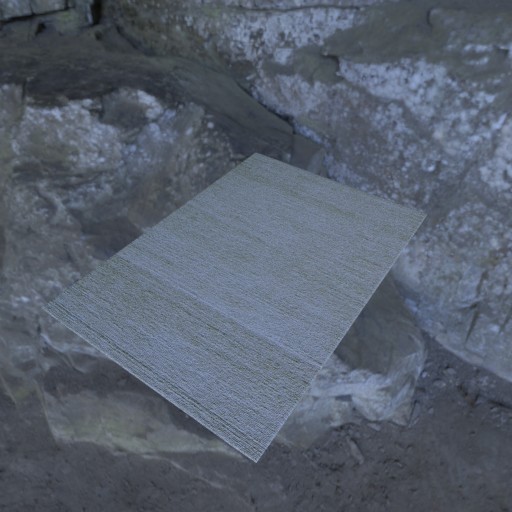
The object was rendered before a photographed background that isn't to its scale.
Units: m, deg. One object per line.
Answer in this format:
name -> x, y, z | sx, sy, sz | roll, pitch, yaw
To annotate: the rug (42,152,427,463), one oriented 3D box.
rug -> 0.000, 0.000, 5.272 | 2.782, 0.025, 3.935 | 26, 49, 25
